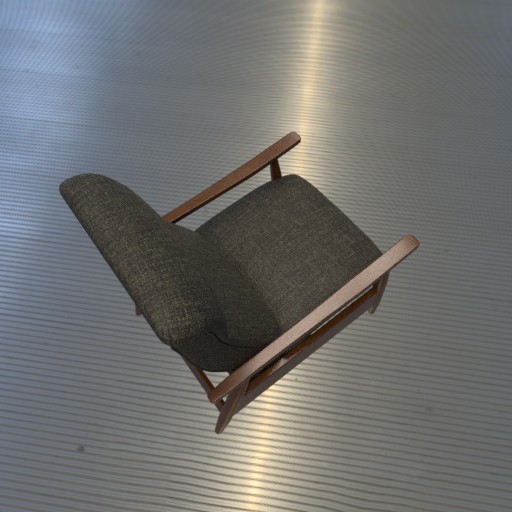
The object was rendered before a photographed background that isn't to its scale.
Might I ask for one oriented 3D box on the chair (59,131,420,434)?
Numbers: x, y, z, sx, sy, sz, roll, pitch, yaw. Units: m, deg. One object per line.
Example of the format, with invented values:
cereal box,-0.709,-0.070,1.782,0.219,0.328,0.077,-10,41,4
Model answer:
chair,0.000,0.000,1.766,1.014,1.082,0.762,-33,65,-18
